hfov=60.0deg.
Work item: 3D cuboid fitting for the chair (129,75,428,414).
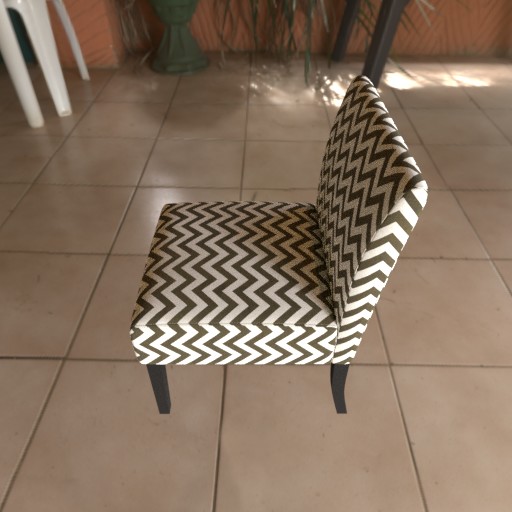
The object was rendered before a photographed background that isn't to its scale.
[{"bbox_3d":[0.000,0.000,1.289,0.648,0.838,0.589,0,41,0],"label":"chair"}]
